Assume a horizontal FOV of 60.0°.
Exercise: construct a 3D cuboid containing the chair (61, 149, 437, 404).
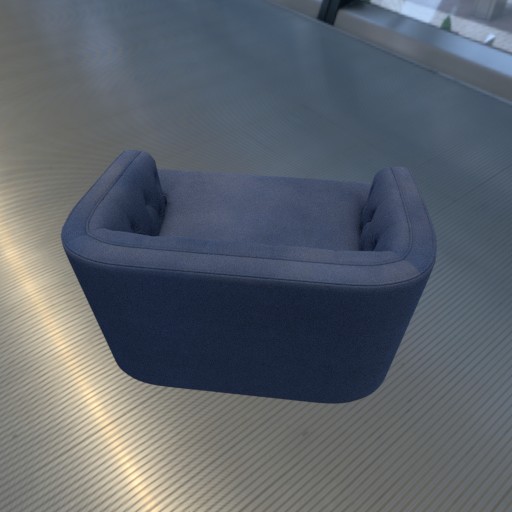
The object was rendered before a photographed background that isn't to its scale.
[{"bbox_3d":[0.000,0.000,1.710,1.118,0.787,0.914,5,46,5],"label":"chair"}]
